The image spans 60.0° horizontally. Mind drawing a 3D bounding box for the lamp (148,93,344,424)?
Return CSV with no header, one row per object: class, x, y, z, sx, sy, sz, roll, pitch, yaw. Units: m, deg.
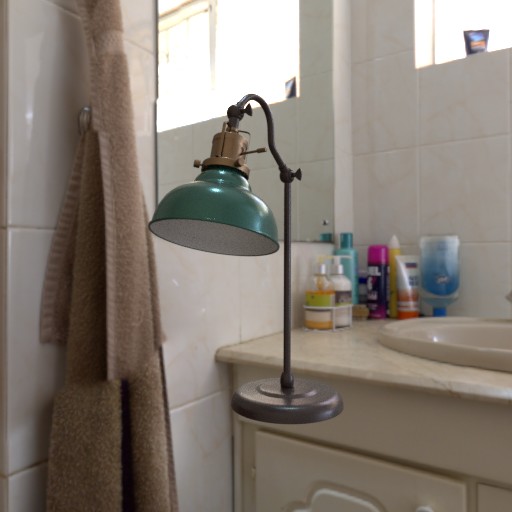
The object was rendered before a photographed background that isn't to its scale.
lamp,0.000,0.000,0.693,0.192,0.508,0.374,-1,-1,36
